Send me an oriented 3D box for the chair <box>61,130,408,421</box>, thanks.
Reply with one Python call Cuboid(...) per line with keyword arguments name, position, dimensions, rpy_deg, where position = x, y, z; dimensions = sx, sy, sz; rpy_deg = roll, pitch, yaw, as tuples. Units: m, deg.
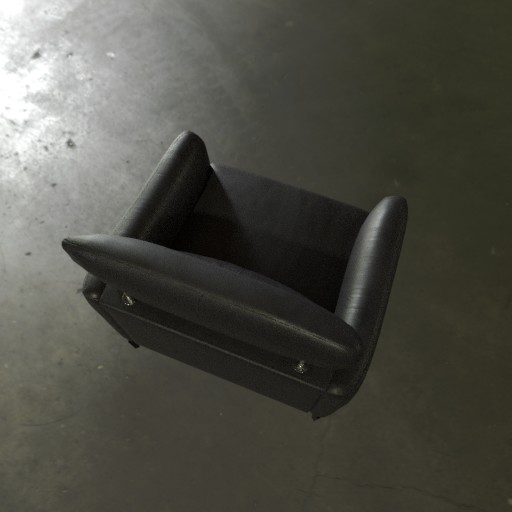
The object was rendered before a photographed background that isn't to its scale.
Cuboid(name="chair", position=(0.000, 0.000, 1.622), dimensions=(0.976, 0.949, 0.809), rpy_deg=(19, 66, 9))
